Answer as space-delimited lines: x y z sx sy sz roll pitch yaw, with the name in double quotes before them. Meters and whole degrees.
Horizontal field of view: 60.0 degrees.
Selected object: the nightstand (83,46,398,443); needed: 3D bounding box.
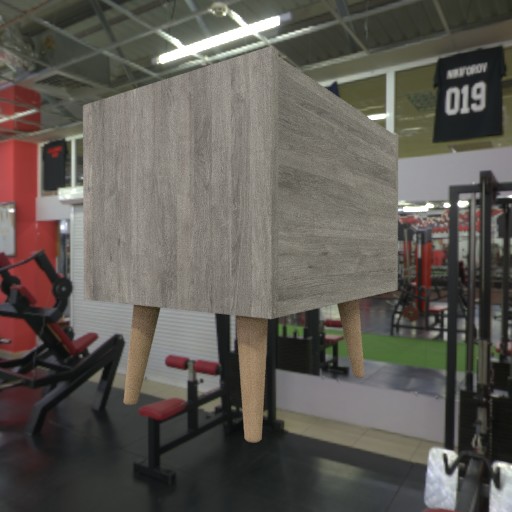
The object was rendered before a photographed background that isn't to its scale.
"nightstand" 0.000 0.000 0.828 0.380 0.500 0.480 0 1 35
